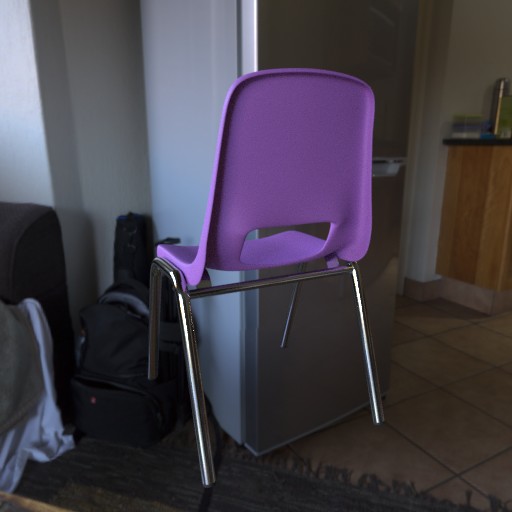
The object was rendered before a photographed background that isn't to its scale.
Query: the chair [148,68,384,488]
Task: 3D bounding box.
[{"bbox_3d":[0.000,0.000,0.673,0.291,0.493,0.301,-7,17,-26],"label":"chair"}]
